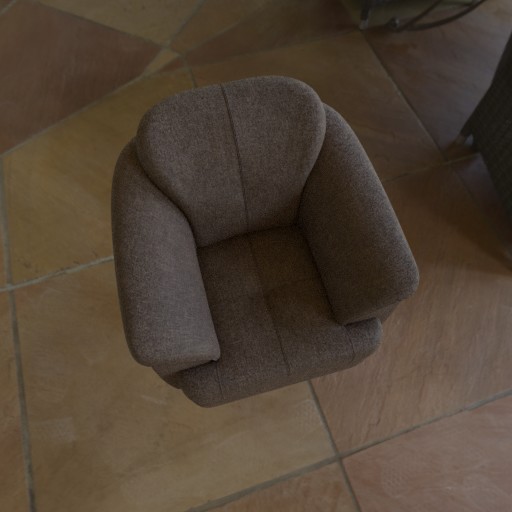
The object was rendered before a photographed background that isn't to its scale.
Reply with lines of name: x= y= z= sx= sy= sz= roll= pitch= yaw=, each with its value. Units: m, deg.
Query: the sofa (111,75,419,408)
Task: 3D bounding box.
sofa: x=0.000 y=0.000 z=1.491 sx=0.870 sy=0.811 sz=0.794 roll=-14 pitch=64 yaw=-7
